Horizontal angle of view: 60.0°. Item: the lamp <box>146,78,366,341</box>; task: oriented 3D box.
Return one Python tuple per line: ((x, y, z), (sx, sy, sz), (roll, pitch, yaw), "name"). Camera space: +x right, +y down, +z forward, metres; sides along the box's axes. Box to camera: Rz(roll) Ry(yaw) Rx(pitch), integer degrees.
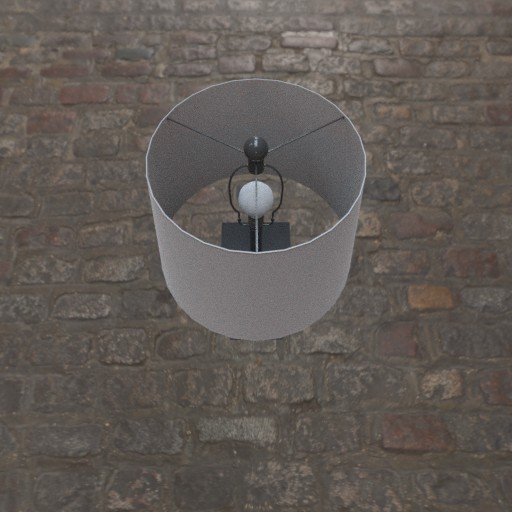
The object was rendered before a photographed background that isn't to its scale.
((0.000, 0.000, 0.777), (0.320, 0.591, 0.320), (0, 63, 0), "lamp")
